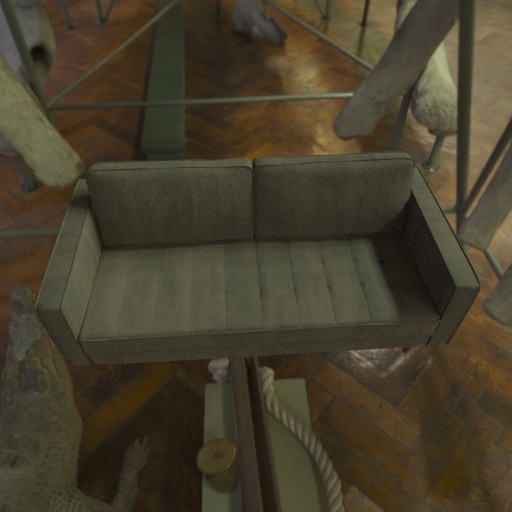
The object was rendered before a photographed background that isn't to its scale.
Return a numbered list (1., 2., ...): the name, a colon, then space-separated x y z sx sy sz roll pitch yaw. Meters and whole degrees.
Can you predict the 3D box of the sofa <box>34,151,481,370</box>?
1. sofa: 0.000 0.000 2.309 1.920 0.825 0.924 -3 47 -3
